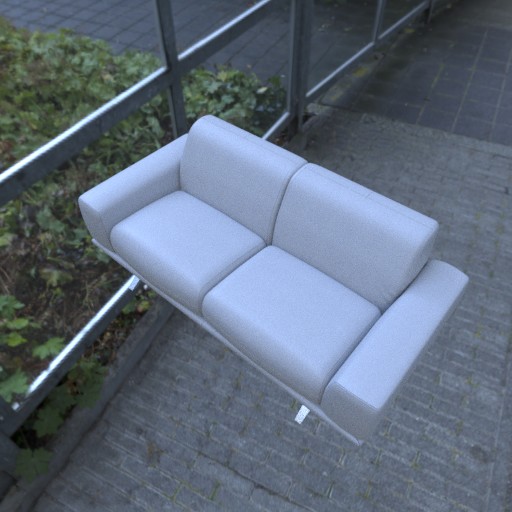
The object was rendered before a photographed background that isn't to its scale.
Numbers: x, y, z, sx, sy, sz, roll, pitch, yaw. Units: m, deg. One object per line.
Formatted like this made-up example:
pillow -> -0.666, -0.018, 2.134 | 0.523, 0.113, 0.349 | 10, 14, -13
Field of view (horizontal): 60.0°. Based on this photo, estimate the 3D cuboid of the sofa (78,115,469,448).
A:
sofa -> 0.000, 0.000, 2.359 | 1.901, 0.772, 0.900 | 32, 55, 26
